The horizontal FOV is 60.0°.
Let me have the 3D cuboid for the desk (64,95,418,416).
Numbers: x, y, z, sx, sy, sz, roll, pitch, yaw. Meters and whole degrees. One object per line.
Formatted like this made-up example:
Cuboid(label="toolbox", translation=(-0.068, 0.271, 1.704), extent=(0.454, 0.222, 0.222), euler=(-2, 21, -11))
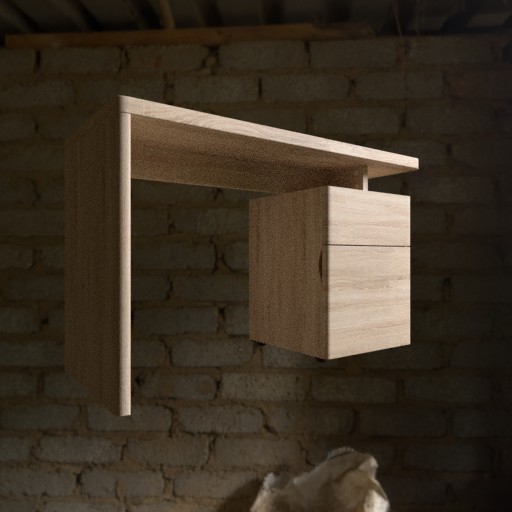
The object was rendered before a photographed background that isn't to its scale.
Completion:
Cuboid(label="desk", translation=(0.000, 0.000, 1.611), extent=(1.200, 0.760, 0.550), euler=(0, 0, -36))
